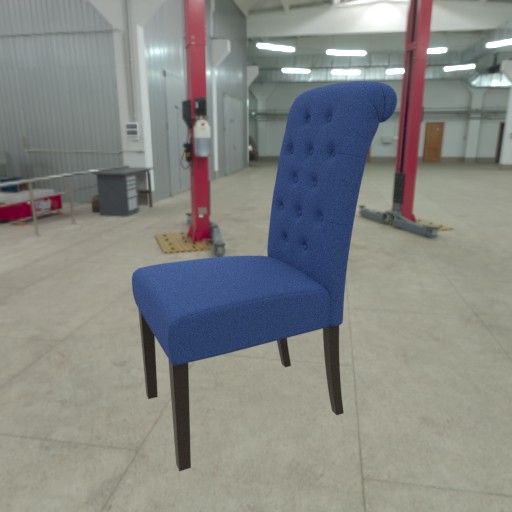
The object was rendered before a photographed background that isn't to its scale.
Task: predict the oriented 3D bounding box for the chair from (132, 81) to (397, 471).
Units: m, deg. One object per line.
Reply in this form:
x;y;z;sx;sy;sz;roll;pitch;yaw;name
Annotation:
0.000;0.000;1.346;0.671;1.006;0.456;-7;17;-25;chair
